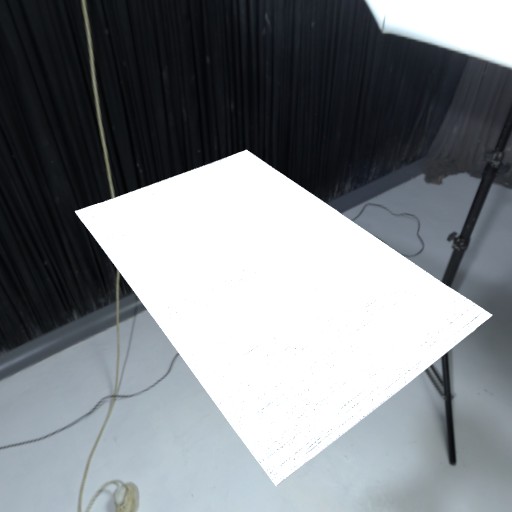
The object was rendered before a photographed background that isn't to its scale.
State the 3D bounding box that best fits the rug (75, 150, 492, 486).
[{"bbox_3d":[0.000,0.000,2.125,1.149,0.021,1.773,-26,48,-26],"label":"rug"}]
